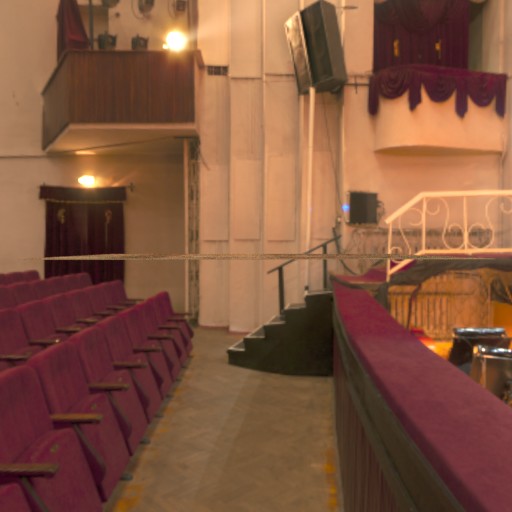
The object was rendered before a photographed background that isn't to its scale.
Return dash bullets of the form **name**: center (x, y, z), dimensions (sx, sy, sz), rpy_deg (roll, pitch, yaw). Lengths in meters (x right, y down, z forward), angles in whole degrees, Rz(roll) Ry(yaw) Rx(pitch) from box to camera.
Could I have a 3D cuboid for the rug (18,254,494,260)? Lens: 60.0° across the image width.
- **rug**: center (0.000, 0.000, 2.927), dimensions (2.363, 0.004, 1.566), rpy_deg (0, 1, -1)
